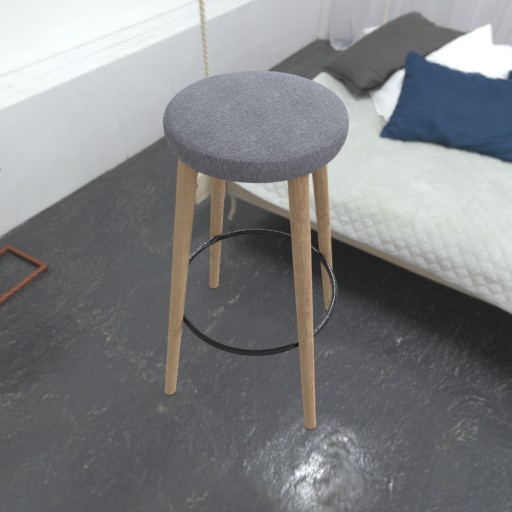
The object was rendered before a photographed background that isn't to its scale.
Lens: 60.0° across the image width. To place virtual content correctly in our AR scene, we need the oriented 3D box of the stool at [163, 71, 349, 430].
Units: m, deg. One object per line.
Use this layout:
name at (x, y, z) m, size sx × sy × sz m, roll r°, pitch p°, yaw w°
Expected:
stool at (0.000, 0.000, 1.021) m, size 0.410 × 0.770 × 0.410 m, roll 10°, pitch 47°, yaw 10°
